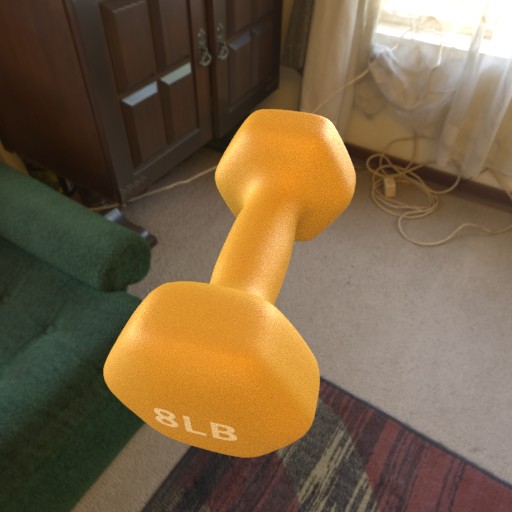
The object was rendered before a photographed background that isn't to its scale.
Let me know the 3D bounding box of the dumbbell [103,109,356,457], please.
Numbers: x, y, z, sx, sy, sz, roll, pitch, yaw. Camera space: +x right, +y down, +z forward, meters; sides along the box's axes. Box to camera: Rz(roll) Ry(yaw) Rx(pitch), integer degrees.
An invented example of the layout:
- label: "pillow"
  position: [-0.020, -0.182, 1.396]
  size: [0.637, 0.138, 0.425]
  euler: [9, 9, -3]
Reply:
- label: "dumbbell"
  position: [0.000, 0.000, 0.234]
  size: [0.090, 0.082, 0.190]
  euler: [11, 46, 11]
